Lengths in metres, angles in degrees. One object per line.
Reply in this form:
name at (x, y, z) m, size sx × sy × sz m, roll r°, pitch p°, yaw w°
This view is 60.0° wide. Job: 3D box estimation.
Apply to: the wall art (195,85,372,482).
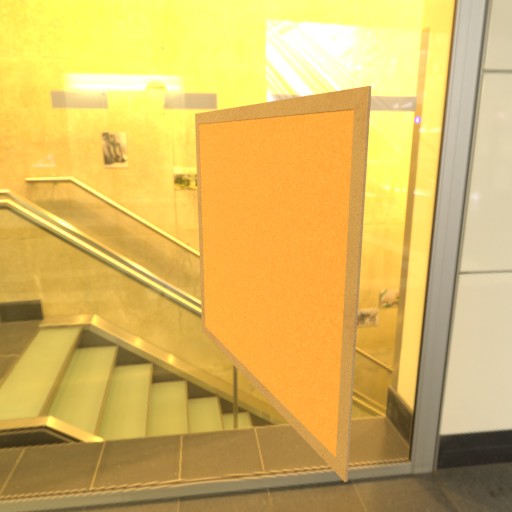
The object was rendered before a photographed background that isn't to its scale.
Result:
wall art at (0.000, 0.000, 1.644) m, size 0.025 × 1.067 × 1.168 m, roll -7°, pitch 16°, yaw -26°
